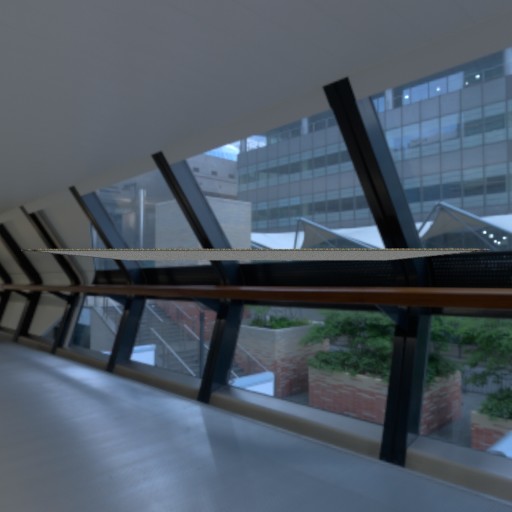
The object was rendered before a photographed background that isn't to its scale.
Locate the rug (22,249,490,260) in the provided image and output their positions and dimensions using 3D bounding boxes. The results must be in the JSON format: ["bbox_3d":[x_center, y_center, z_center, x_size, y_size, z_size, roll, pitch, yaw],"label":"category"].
[{"bbox_3d":[0.000,0.000,2.309,1.802,0.008,1.247,0,-2,1],"label":"rug"}]
